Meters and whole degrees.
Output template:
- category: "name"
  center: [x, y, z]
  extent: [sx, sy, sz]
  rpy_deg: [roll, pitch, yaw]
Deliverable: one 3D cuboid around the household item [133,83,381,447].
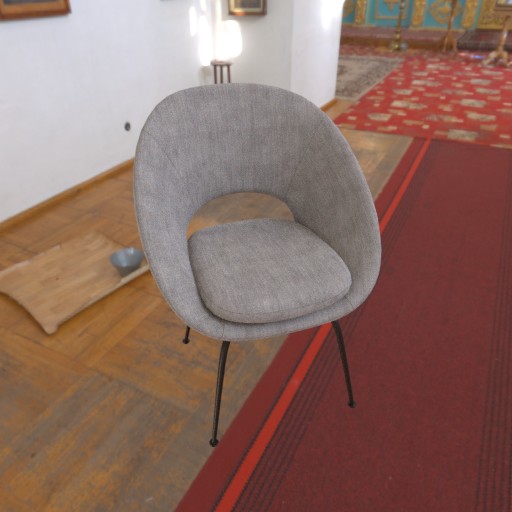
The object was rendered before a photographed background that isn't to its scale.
- category: "household item"
  center: [0.000, 0.000, 1.305]
  extent: [0.643, 0.869, 0.587]
  rpy_deg: [-10, 33, -15]
